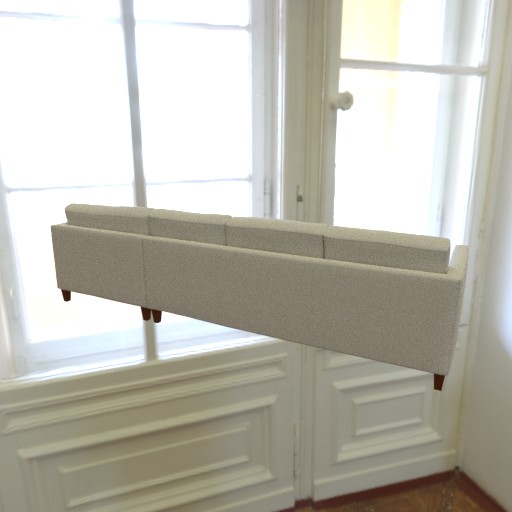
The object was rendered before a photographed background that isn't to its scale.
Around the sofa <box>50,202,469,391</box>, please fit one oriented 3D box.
[{"bbox_3d":[0.000,0.000,4.026,3.471,0.954,1.599,8,17,26],"label":"sofa"}]
